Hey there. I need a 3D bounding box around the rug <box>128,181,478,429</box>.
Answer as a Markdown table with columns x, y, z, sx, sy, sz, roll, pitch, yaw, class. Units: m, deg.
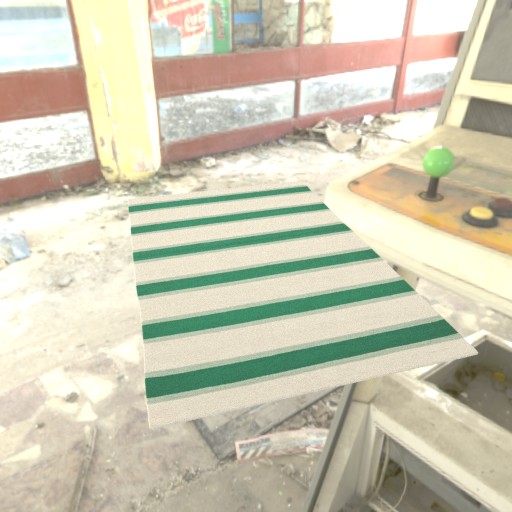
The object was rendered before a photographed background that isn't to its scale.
| x | y | z | sx | sy | sz | roll | pitch | yaw | class |
| --- | --- | --- | --- | --- | --- | --- | --- | --- | --- |
| 0.000 | 0.000 | 2.268 | 1.210 | 0.012 | 1.829 | -8 | 32 | -14 | rug |
